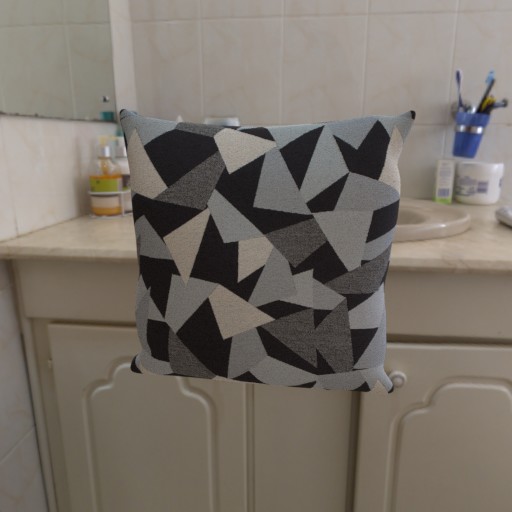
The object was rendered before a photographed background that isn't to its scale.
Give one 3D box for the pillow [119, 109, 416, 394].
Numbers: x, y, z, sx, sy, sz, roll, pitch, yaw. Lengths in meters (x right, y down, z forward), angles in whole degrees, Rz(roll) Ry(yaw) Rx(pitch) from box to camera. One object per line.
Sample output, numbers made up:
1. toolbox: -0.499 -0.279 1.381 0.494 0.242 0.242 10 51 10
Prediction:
1. pillow: 0.000 0.000 0.776 0.503 0.496 0.208 2 14 9
